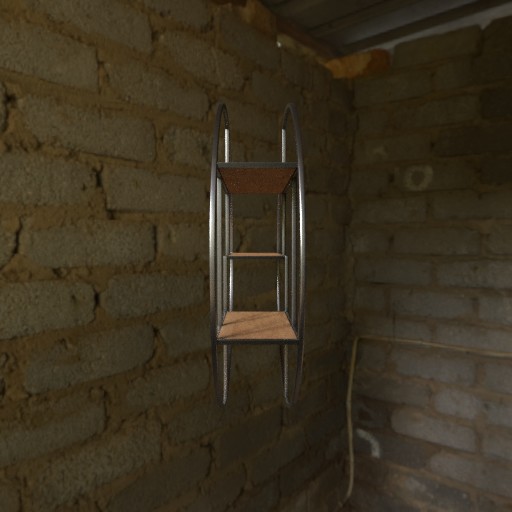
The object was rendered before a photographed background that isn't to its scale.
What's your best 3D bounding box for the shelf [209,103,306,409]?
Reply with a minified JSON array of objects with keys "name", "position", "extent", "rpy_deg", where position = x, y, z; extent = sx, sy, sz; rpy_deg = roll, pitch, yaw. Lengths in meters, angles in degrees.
[{"name":"shelf","position":[0.000,0.000,1.361],"extent":[0.202,0.888,0.888],"rpy_deg":[0,2,0]}]
